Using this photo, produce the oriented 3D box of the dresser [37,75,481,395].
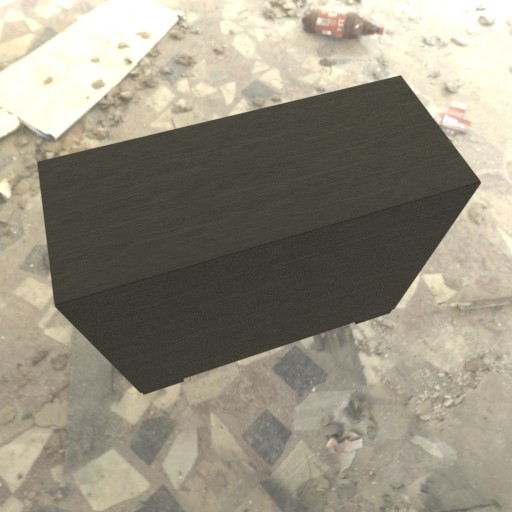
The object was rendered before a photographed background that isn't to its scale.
[{"bbox_3d":[0.000,0.000,1.420,0.994,0.816,0.404,-16,61,-9],"label":"dresser"}]
